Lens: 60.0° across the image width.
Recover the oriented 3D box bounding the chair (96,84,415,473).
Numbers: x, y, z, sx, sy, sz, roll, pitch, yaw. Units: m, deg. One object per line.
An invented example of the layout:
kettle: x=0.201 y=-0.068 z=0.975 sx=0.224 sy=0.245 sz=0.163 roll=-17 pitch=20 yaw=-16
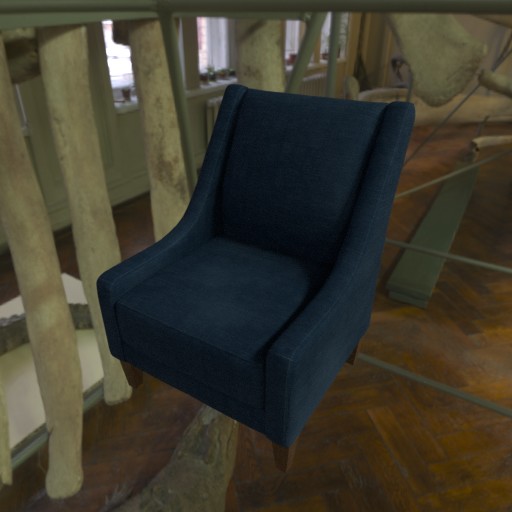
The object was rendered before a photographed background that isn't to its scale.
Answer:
chair: x=0.000 y=0.000 z=1.593 sx=0.774 sy=1.014 sz=0.870 roll=17 pitch=34 yaw=28
